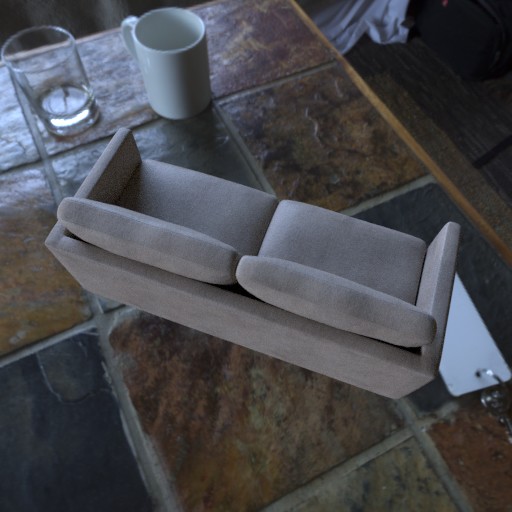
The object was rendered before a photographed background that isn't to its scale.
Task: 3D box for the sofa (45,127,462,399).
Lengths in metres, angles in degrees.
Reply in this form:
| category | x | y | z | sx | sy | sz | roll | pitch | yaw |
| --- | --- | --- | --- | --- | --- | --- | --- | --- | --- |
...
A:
| category | x | y | z | sx | sy | sz | roll | pitch | yaw |
| --- | --- | --- | --- | --- | --- | --- | --- | --- | --- |
| sofa | 0.000 | 0.000 | 2.732 | 2.208 | 0.965 | 0.951 | 18 | 64 | 9 |
